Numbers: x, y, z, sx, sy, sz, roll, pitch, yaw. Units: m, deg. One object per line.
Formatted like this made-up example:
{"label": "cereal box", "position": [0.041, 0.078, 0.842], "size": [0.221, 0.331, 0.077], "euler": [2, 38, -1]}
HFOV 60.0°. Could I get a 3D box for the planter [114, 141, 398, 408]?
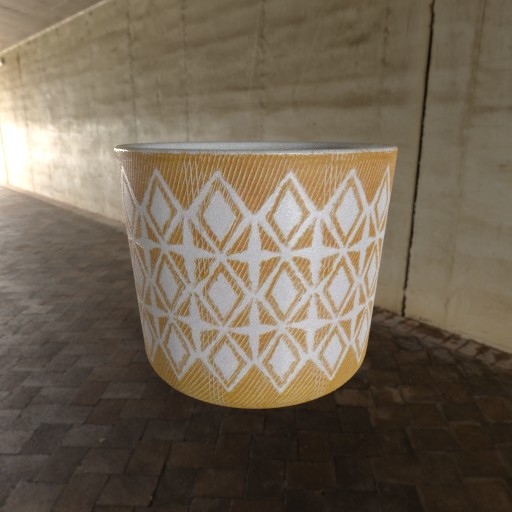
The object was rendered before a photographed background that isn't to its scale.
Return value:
{"label": "planter", "position": [0.000, 0.000, 0.337], "size": [0.193, 0.165, 0.193], "euler": [0, 16, 0]}
